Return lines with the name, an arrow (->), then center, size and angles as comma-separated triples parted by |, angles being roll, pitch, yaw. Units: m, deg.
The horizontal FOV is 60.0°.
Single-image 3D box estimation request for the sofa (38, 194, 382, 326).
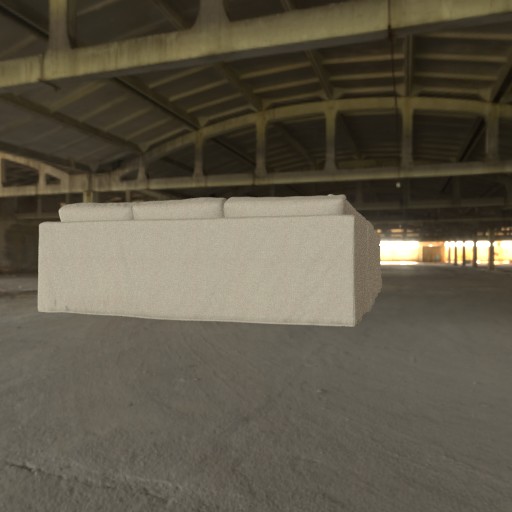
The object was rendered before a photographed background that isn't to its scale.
sofa -> 0.000, 0.000, 4.698 | 2.476, 0.878, 3.528 | 0, 0, 18
